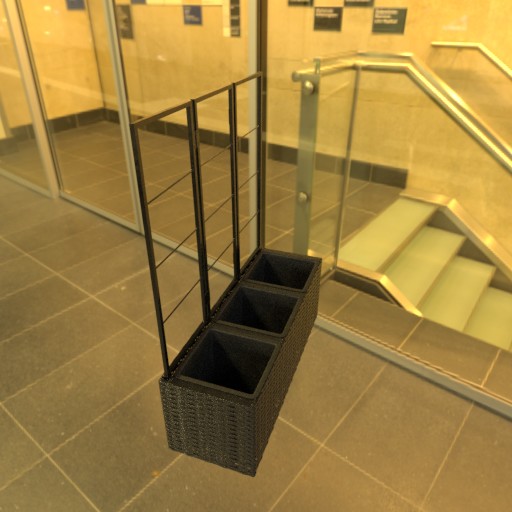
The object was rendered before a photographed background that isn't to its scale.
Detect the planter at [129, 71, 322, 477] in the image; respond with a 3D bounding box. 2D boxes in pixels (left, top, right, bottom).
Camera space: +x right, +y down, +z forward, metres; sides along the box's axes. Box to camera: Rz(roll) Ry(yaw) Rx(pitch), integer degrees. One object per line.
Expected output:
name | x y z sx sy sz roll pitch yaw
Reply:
planter | 0.000 0.000 1.202 0.244 0.841 0.698 10 32 17
